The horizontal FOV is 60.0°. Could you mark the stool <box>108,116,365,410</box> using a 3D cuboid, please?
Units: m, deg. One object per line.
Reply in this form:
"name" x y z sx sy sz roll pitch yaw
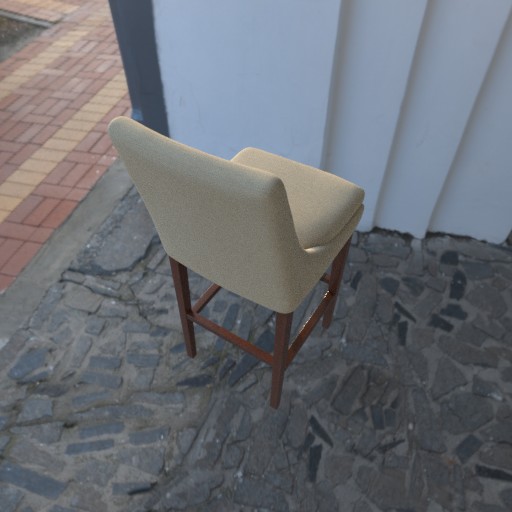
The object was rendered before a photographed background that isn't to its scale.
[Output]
"stool" 0.000 0.000 1.395 0.470 1.078 0.577 25 52 21
